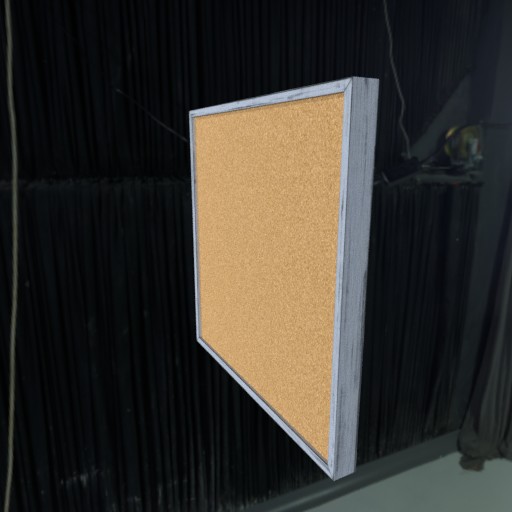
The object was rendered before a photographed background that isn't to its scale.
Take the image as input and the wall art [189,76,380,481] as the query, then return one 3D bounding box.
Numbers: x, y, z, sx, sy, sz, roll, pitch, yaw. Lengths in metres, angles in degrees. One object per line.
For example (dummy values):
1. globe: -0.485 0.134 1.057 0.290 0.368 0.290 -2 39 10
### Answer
1. wall art: 0.000 0.000 0.756 0.038 0.506 0.506 -7 15 -27
